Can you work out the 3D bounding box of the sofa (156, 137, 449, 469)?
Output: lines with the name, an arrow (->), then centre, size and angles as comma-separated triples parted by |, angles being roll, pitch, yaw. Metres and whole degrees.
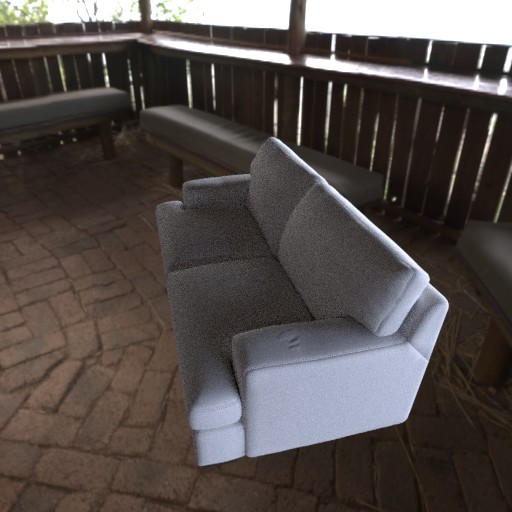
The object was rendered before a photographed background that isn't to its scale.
sofa -> 0.000, 0.000, 2.788 | 1.143, 0.940, 2.261 | -7, 31, -13
